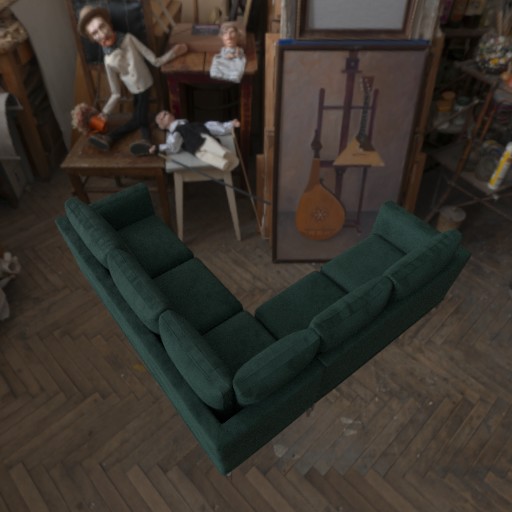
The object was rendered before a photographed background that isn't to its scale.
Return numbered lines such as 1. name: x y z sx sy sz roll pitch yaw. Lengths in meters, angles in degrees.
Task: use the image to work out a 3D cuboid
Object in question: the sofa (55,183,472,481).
1. sofa: 0.000 0.000 3.813 2.468 1.004 2.452 -30 54 -25
